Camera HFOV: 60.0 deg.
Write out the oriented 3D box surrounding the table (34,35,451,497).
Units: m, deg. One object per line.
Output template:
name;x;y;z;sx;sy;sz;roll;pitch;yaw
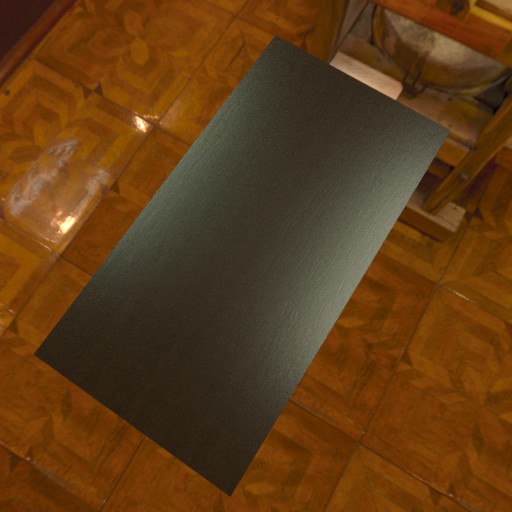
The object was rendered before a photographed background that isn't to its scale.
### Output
table;0.000;0.000;1.359;0.574;0.435;1.095;32;78;8
